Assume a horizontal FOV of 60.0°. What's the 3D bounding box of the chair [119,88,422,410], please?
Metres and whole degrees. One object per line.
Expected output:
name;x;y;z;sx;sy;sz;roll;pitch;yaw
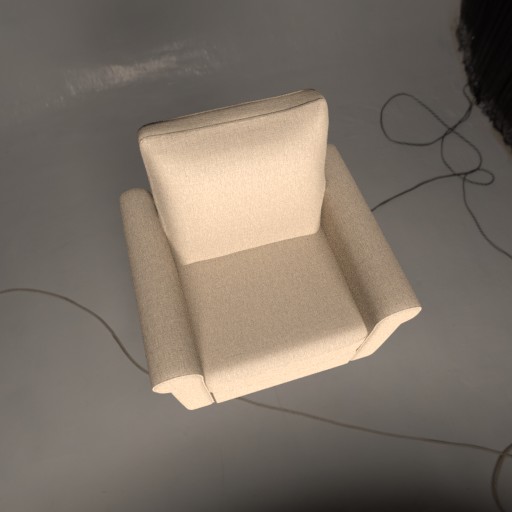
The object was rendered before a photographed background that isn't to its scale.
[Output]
chair;0.000;0.000;2.365;1.275;1.349;1.180;-15;63;-8
